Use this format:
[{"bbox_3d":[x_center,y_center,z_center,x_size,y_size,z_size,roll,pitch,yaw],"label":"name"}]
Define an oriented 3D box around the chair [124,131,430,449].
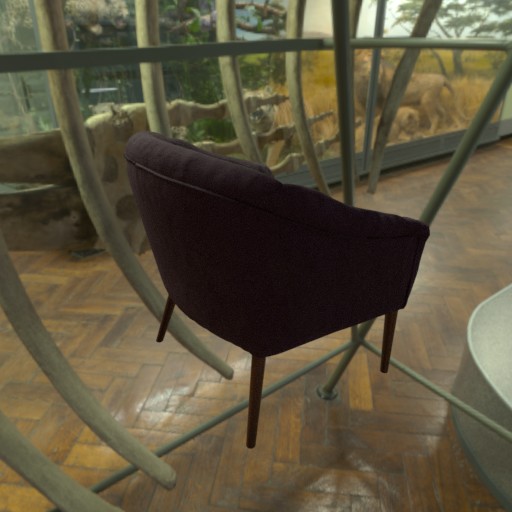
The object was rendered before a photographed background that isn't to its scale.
[{"bbox_3d":[0.000,0.000,1.524,0.776,0.885,0.851,-18,32,-32],"label":"chair"}]
